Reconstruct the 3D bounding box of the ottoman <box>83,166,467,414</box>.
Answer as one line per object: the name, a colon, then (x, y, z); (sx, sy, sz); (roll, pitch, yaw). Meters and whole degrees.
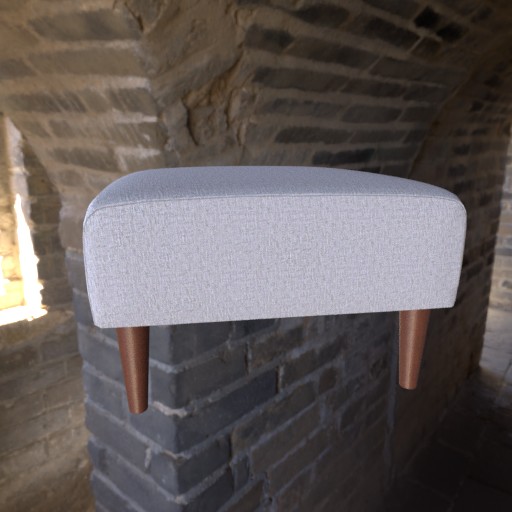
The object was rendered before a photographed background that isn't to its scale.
ottoman: (0.000, 0.000, 1.034); (0.648, 0.399, 0.655); (-2, 14, -9)
